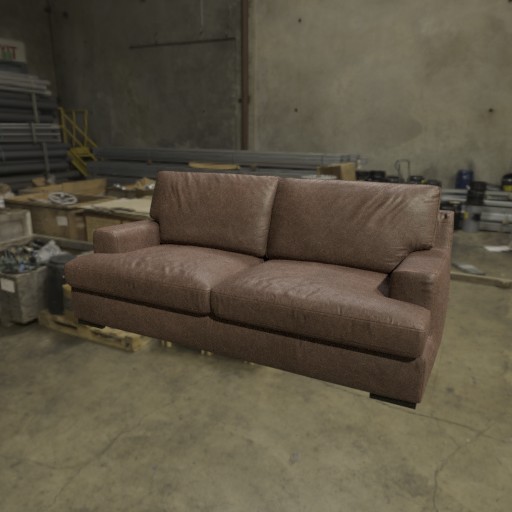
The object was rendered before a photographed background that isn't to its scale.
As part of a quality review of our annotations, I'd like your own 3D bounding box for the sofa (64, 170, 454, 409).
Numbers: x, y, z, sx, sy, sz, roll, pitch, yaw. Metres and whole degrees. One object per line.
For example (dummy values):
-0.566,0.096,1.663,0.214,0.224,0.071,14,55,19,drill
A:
0.000,0.000,2.798,2.261,0.941,1.143,8,18,25,sofa
